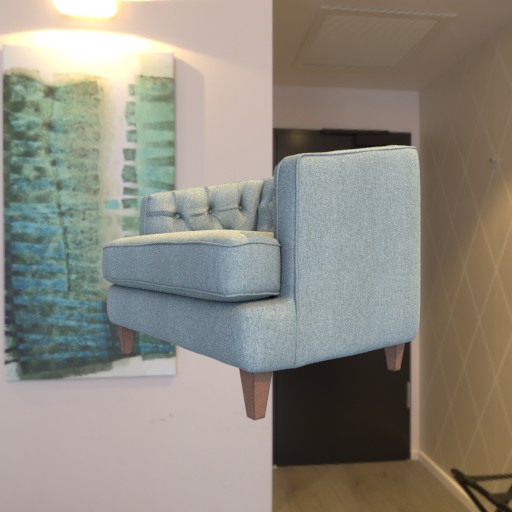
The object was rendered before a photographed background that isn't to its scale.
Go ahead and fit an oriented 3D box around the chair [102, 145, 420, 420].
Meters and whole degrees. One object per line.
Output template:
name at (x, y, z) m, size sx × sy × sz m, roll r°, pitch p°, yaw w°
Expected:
chair at (0.000, 0.000, 1.760) m, size 0.945 × 0.852 × 1.094 m, roll 0°, pitch 0°, yaw -37°
